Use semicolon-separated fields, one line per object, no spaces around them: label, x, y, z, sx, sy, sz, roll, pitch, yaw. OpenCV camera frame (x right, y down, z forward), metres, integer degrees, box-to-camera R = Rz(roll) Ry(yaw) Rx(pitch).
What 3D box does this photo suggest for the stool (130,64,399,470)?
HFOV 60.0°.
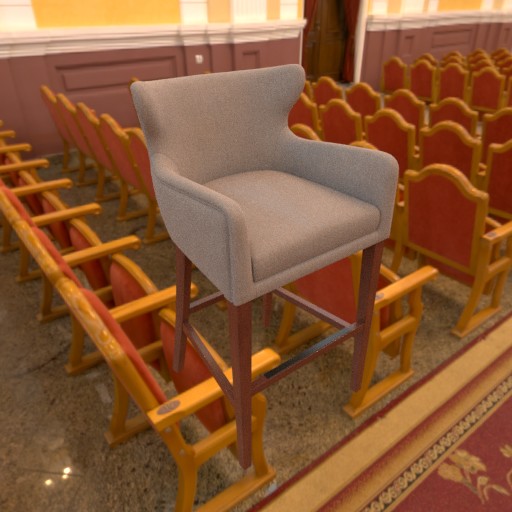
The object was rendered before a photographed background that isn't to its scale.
stool;0.000;0.000;1.395;0.575;1.047;0.575;-21;37;-32
